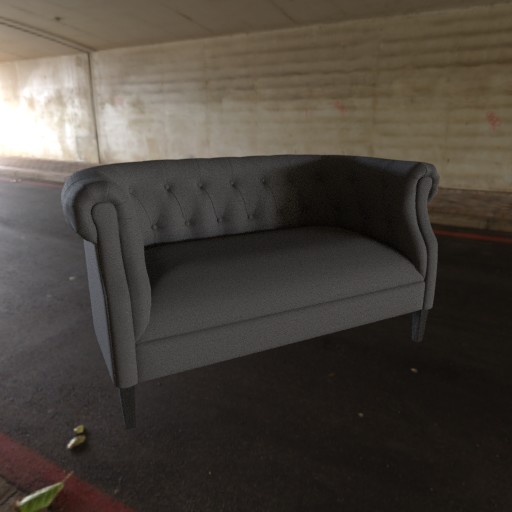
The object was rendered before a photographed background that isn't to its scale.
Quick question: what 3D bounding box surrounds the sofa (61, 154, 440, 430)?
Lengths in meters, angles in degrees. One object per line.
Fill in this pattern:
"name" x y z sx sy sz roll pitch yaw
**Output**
"sofa" 0.000 0.000 1.996 1.558 0.827 0.835 -9 19 -26
